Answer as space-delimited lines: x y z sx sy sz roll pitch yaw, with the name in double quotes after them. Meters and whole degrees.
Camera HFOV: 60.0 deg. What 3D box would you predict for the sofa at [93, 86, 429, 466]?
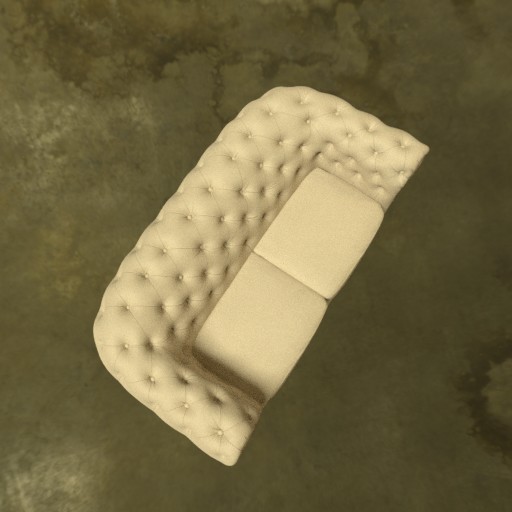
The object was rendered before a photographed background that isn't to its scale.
0.000 0.000 2.628 1.069 0.835 1.988 33 77 8 "sofa"
